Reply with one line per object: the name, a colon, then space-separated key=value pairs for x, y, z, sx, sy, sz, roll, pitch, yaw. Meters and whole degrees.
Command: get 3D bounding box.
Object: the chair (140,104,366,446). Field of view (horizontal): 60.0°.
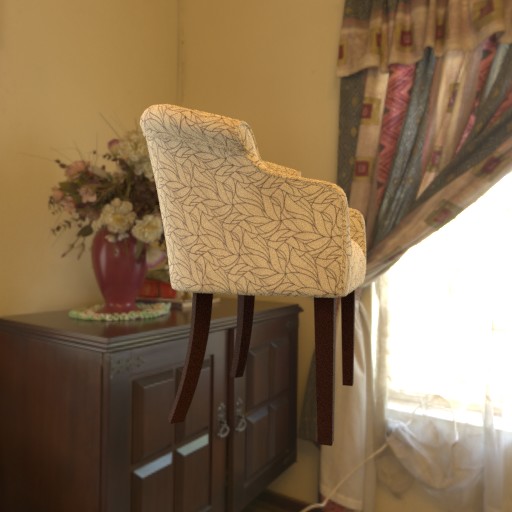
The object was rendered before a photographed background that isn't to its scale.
chair: x=0.000 y=0.000 z=1.325 sx=0.613 sy=0.858 sz=0.686 roll=0 pitch=0 yaw=18
